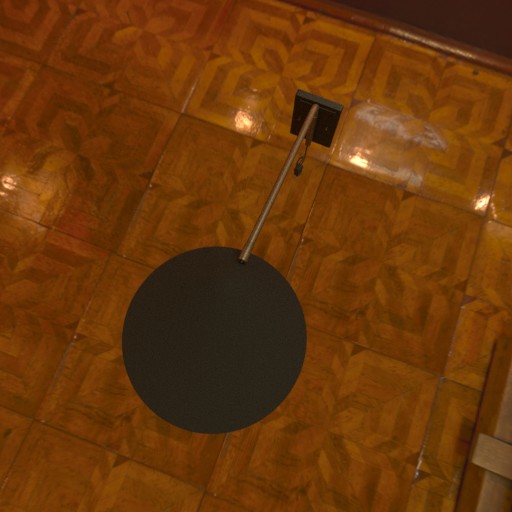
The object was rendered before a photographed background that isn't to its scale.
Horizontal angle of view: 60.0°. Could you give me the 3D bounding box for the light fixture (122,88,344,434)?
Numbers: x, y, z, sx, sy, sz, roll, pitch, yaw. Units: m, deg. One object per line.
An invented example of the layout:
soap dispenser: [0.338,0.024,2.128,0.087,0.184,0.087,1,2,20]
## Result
light fixture: [0.000,0.000,0.685,0.240,0.312,0.516,22,77,6]
